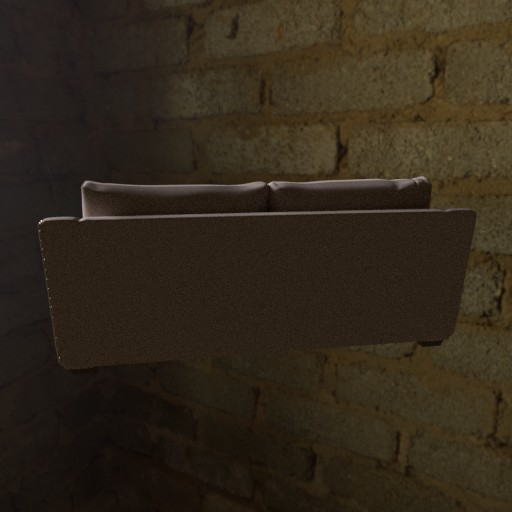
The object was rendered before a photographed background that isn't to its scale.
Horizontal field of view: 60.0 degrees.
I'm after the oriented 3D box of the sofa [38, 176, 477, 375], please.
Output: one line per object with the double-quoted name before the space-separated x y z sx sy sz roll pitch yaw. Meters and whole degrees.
"sofa" 0.000 0.000 2.503 1.967 0.901 1.030 -2 14 -10
